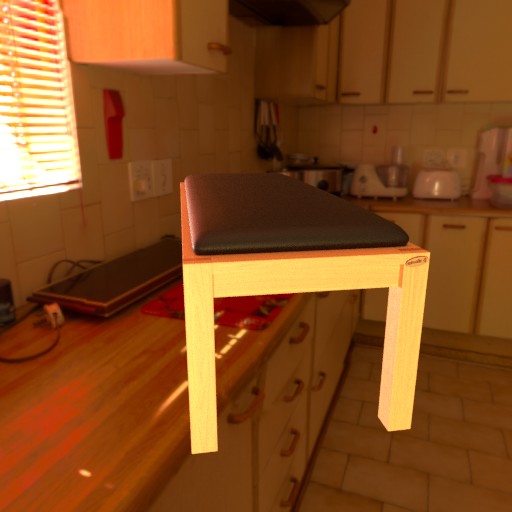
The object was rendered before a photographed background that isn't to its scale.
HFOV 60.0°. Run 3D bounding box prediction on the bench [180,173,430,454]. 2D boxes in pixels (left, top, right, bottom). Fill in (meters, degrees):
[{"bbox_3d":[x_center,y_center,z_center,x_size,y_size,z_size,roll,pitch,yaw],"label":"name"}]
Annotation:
[{"bbox_3d":[0.000,0.000,1.393,0.450,0.430,1.202,-3,16,-9],"label":"bench"}]
